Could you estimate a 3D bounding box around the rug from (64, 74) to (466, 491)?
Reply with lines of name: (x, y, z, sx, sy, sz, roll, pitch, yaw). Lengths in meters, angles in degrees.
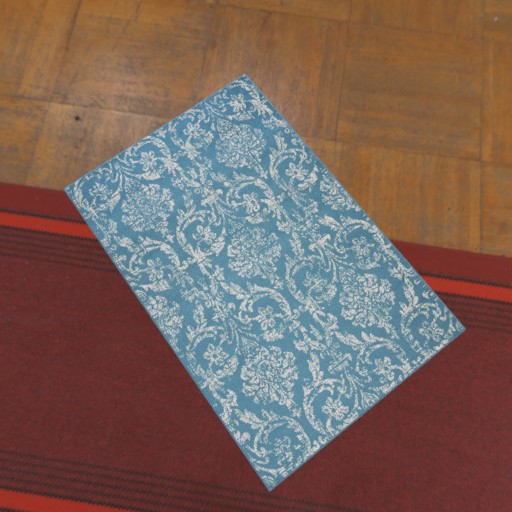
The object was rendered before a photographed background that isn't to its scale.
rug: (0.000, 0.000, 3.412, 1.816, 0.018, 2.746, -36, 78, -9)
